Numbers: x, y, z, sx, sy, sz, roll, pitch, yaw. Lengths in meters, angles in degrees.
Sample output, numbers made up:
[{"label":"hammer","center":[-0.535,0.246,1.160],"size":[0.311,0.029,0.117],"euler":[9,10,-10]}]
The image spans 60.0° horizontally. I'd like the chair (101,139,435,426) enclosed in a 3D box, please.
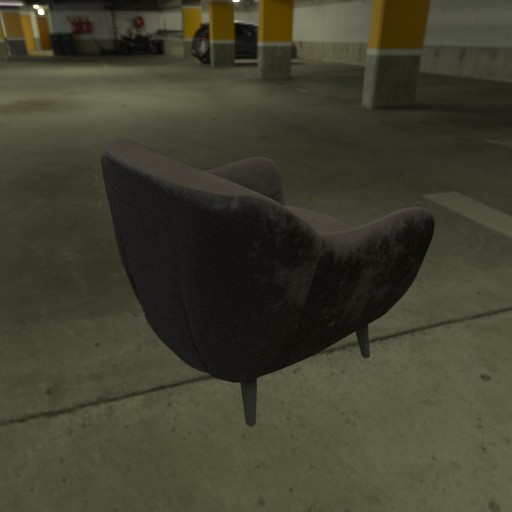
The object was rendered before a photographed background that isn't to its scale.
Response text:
[{"label":"chair","center":[0.000,0.000,1.522],"size":[0.819,0.807,0.840],"euler":[-19,32,-33]}]
